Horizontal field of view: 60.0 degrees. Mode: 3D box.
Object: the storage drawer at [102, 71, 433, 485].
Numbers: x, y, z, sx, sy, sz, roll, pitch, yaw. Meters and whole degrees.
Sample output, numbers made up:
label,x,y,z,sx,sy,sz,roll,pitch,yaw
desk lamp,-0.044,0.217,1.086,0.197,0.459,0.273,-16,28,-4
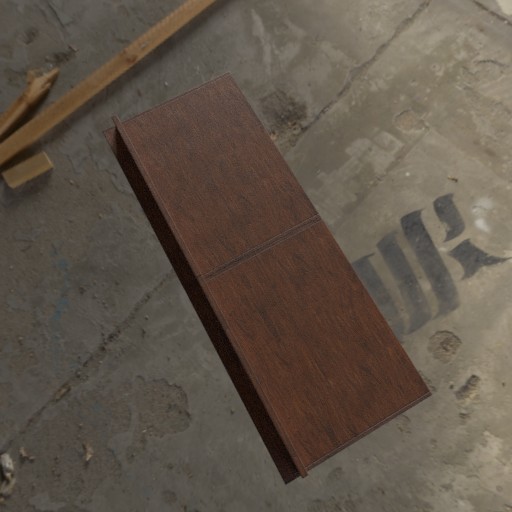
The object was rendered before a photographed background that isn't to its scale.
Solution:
label,x,y,z,sx,sy,sz,roll,pitch,yaw
storage drawer,0.000,0.000,2.223,0.774,0.339,1.914,-28,77,-7
